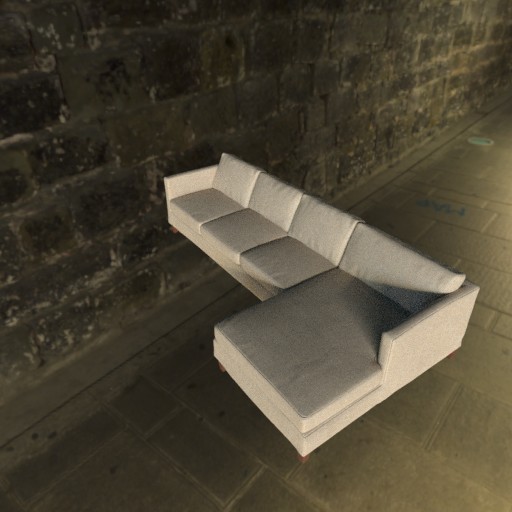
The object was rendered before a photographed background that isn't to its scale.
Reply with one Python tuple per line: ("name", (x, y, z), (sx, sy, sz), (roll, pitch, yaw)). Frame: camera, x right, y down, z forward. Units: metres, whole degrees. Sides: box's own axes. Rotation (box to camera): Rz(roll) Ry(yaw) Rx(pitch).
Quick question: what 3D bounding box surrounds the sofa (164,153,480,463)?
("sofa", (0.000, 0.000, 3.937), (1.625, 0.846, 3.186), (-21, 38, -30))
